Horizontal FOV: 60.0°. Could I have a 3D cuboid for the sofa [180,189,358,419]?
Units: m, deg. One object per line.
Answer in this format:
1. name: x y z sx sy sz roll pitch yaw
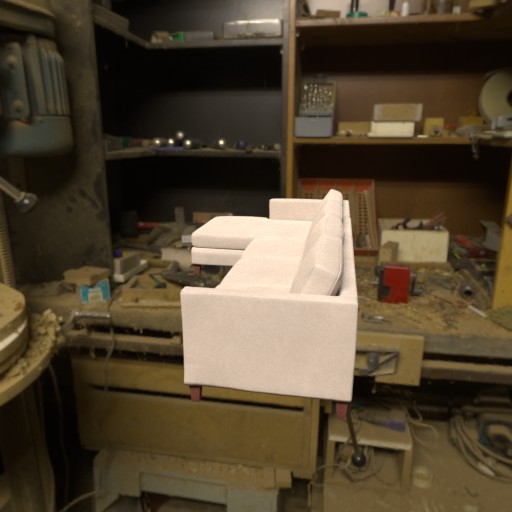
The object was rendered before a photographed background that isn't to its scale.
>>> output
1. sofa: 0.000 0.000 3.876 1.625 0.846 3.186 3 17 10
